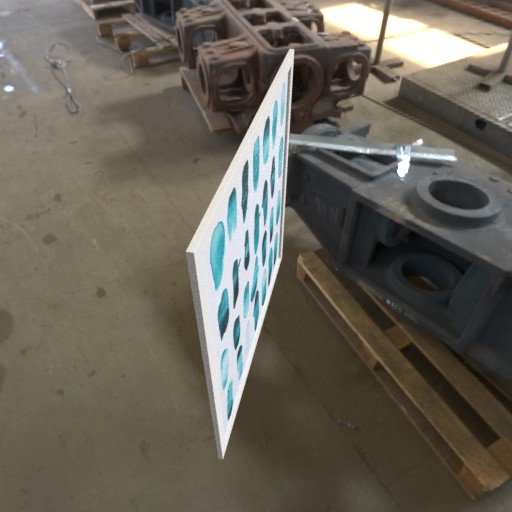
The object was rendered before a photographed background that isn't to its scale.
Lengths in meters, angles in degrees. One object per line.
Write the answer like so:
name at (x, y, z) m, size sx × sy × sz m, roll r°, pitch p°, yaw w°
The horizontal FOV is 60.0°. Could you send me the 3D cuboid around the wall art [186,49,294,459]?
wall art at (0.000, 0.000, 0.841) m, size 0.009 × 0.559 × 0.558 m, roll 10°, pitch 46°, yaw 10°
